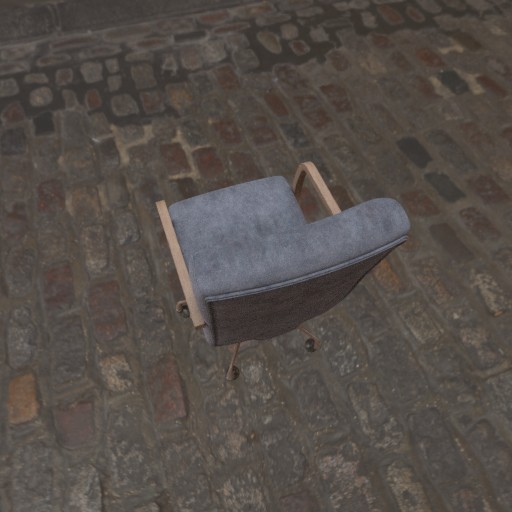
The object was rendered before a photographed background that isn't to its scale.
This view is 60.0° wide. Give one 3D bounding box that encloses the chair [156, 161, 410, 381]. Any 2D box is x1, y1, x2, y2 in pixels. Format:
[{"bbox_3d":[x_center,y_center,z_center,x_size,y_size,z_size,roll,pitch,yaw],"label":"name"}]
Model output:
[{"bbox_3d":[0.000,0.000,1.512,0.640,1.029,0.741,-17,59,-10],"label":"chair"}]
